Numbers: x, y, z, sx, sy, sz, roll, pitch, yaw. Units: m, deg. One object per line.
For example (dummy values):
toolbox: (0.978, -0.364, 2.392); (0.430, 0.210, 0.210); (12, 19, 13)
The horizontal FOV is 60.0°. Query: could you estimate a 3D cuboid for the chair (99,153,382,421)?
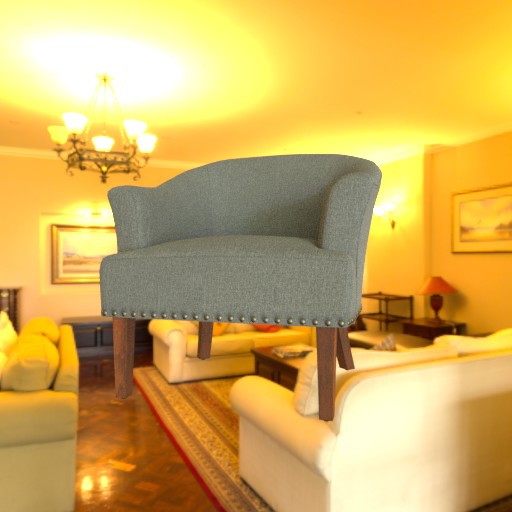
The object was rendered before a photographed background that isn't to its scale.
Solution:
chair: (0.000, 0.000, 1.463); (0.798, 0.815, 0.704); (0, 0, 18)
